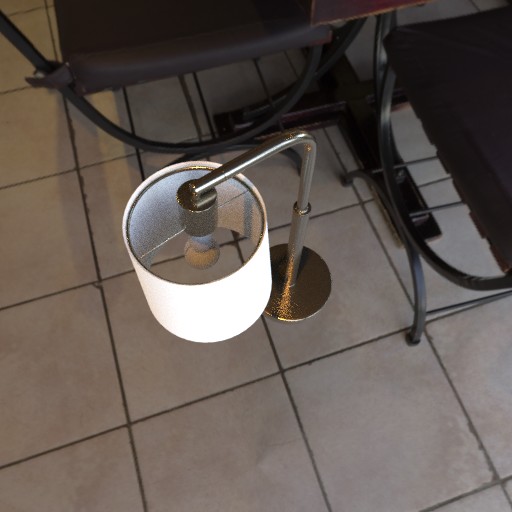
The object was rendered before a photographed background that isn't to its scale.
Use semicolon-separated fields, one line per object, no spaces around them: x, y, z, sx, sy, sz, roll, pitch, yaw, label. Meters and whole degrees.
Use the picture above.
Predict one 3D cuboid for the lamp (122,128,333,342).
0.000;0.000;0.647;0.333;0.489;0.171;-34;69;-15;lamp
